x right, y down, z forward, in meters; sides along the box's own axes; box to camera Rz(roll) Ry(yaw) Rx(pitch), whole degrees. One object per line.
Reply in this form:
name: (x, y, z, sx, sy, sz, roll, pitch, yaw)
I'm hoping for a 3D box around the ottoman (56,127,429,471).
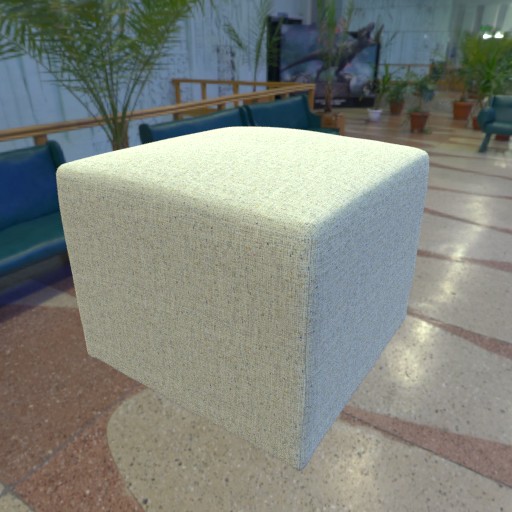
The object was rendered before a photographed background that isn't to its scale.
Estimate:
ottoman: (0.000, 0.000, 0.893, 0.512, 0.453, 0.521, 16, 30, 31)
